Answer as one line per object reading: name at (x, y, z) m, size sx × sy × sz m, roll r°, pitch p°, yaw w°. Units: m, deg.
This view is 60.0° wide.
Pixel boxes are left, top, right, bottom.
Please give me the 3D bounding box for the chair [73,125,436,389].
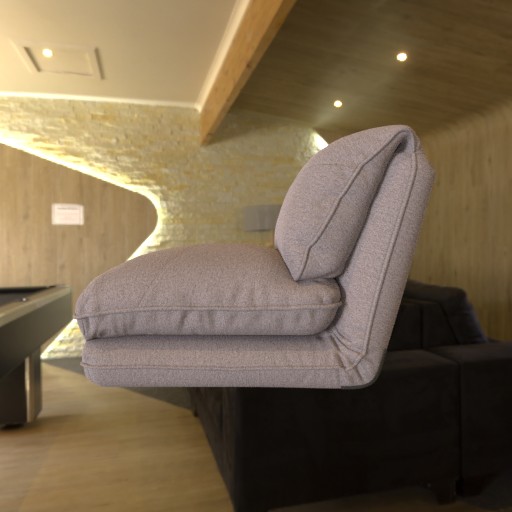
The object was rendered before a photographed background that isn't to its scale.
chair at (0.000, 0.000, 1.314) m, size 0.780 × 0.580 × 0.820 m, roll 0°, pitch 0°, yaw 1°
